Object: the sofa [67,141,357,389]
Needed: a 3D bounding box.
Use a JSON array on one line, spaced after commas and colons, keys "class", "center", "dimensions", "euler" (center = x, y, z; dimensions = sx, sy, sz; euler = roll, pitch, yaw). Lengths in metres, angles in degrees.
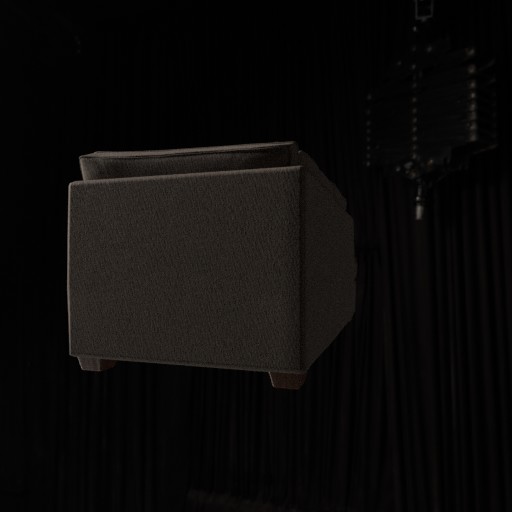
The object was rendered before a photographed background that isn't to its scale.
[{"class": "sofa", "center": [0.000, 0.000, 2.833], "dimensions": [1.110, 1.033, 2.237], "euler": [0, -1, 17]}]
